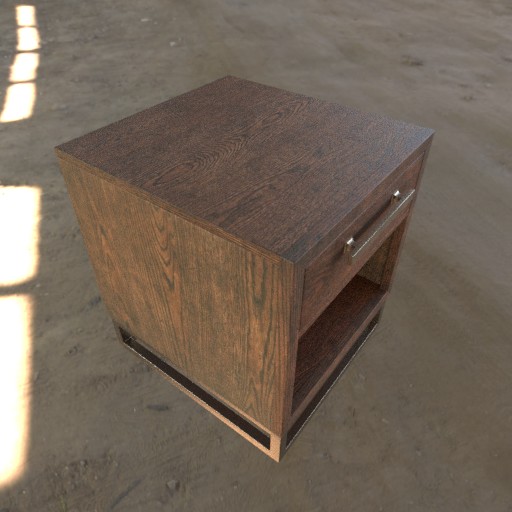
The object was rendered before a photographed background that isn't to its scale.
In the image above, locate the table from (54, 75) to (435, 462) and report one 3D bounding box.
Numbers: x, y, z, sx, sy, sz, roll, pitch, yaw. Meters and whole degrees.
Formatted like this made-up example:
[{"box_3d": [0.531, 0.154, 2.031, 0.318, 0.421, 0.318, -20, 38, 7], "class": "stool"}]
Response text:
[{"box_3d": [0.000, 0.000, 1.037, 0.566, 0.582, 0.506, 26, 47, 28], "class": "table"}]
